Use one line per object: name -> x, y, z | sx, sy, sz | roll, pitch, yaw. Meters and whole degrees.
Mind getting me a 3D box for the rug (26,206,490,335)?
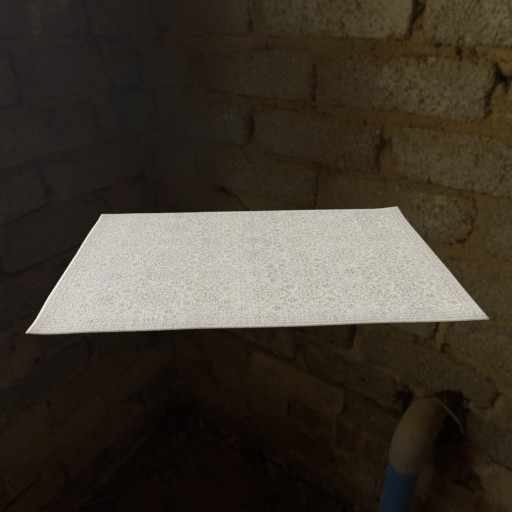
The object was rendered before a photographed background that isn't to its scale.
rug -> 0.000, 0.000, 2.373 | 1.947, 0.023, 1.214 | -1, 29, -2
